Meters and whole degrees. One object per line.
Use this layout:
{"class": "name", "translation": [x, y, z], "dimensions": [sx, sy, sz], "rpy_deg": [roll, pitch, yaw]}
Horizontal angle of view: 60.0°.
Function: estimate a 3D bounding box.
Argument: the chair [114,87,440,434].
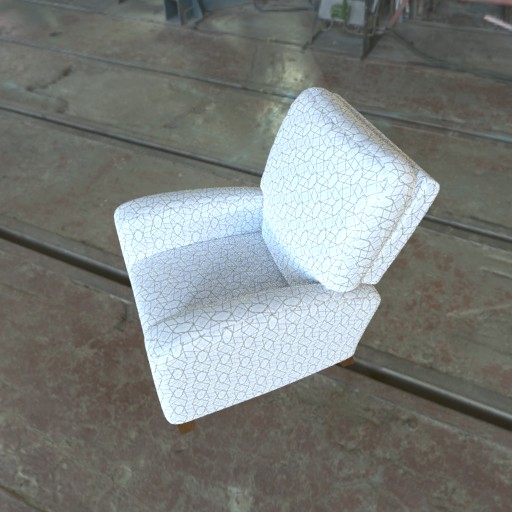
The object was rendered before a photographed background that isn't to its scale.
{"class": "chair", "translation": [0.000, 0.000, 1.763], "dimensions": [0.995, 1.064, 0.796], "rpy_deg": [-15, 48, -15]}
